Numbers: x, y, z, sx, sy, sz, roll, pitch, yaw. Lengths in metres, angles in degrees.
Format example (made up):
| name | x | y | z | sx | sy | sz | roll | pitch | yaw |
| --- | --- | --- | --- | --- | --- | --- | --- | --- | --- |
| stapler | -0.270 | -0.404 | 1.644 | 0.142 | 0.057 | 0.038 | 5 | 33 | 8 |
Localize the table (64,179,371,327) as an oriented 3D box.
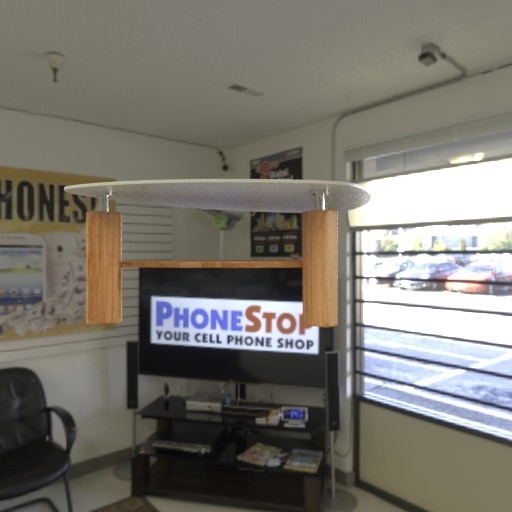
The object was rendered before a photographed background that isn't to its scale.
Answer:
| name | x | y | z | sx | sy | sz | roll | pitch | yaw |
| --- | --- | --- | --- | --- | --- | --- | --- | --- | --- |
| table | 0.000 | 0.000 | 1.641 | 1.250 | 0.440 | 0.850 | 0 | 0 | -37 |
